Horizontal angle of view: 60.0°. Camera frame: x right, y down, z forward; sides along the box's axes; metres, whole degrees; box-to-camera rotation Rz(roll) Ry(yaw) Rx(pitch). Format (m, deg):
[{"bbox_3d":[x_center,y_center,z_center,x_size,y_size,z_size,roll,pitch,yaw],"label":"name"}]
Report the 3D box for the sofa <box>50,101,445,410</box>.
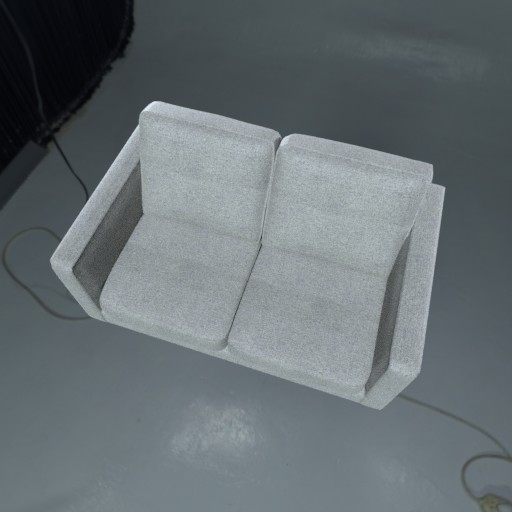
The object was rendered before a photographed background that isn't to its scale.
[{"bbox_3d":[0.000,0.000,2.144,1.527,0.973,0.969,16,60,9],"label":"sofa"}]
